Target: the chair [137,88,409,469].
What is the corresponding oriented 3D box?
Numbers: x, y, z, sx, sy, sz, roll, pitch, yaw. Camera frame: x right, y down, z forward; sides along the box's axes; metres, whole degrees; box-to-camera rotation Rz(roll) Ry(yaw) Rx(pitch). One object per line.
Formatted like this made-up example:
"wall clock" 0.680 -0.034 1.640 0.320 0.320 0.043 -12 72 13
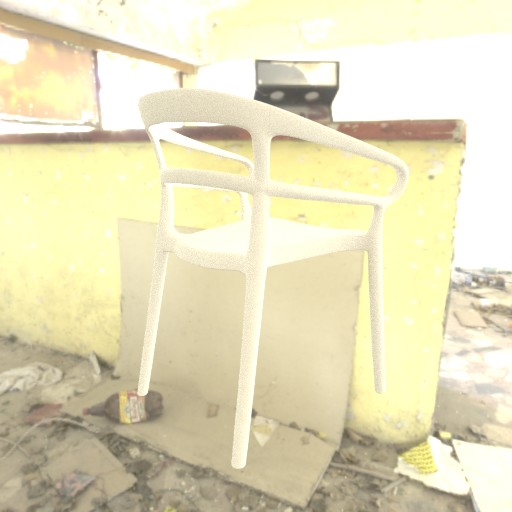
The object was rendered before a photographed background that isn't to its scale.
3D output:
"chair" 0.000 0.000 1.139 0.527 0.761 0.559 -13 19 -43
